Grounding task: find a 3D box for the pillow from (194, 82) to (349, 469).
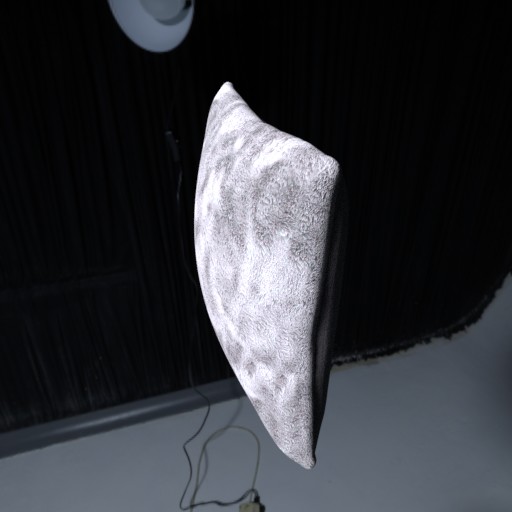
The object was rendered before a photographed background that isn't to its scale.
[{"bbox_3d":[0.000,0.000,0.792,0.204,0.520,0.522,-8,30,-14],"label":"pillow"}]
